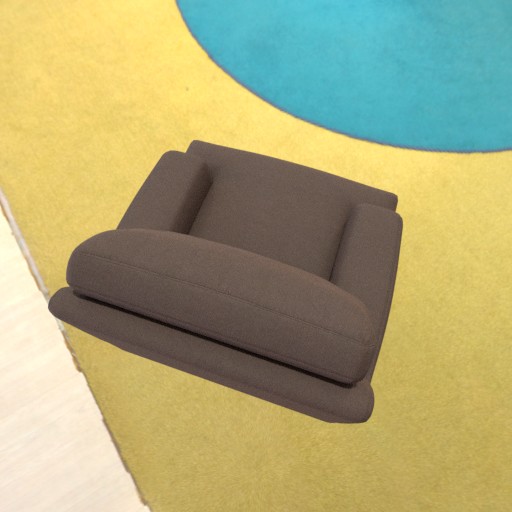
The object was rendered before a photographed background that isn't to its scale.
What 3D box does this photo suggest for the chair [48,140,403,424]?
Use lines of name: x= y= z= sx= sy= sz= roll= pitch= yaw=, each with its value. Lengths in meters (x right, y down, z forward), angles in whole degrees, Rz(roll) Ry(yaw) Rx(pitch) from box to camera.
chair: x=0.000 y=0.000 z=1.914 sx=1.168 sy=0.940 sz=1.143 roll=17 pitch=65 yaw=8
